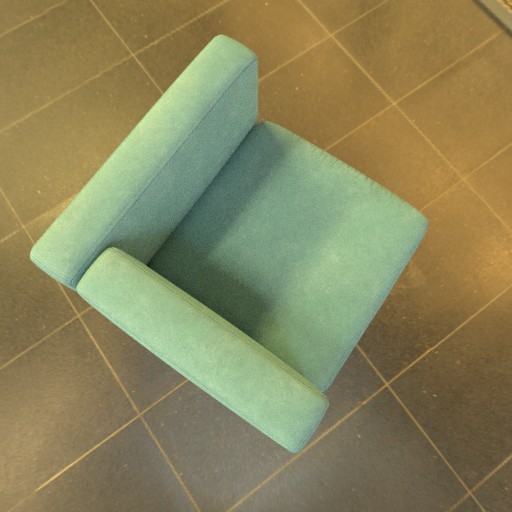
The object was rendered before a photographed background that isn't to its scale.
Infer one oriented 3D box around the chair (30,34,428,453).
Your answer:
[{"bbox_3d":[0.000,0.000,1.192,0.680,0.660,0.680,34,77,9],"label":"chair"}]
